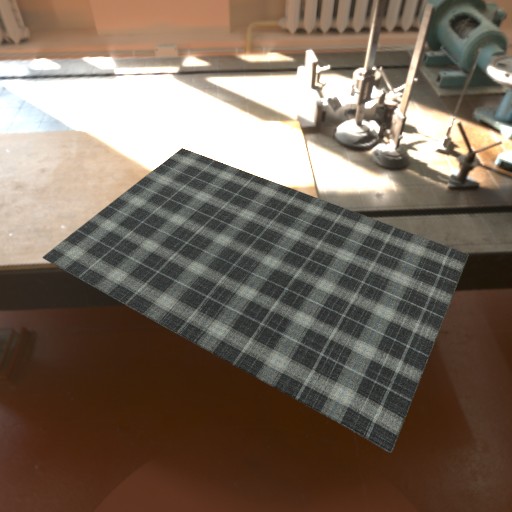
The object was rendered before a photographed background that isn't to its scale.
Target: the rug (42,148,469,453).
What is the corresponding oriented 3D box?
[{"bbox_3d":[0.000,0.000,2.972,2.434,0.015,1.520,24,52,21],"label":"rug"}]
